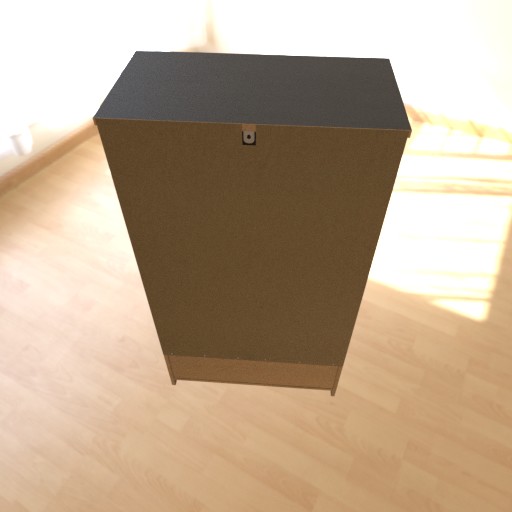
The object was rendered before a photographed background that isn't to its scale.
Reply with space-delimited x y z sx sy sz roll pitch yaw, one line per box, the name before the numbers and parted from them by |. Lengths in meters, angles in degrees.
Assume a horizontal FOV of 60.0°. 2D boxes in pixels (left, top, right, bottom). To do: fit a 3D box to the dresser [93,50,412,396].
dresser | 0.000 0.000 1.562 0.704 1.255 0.399 3 47 3
